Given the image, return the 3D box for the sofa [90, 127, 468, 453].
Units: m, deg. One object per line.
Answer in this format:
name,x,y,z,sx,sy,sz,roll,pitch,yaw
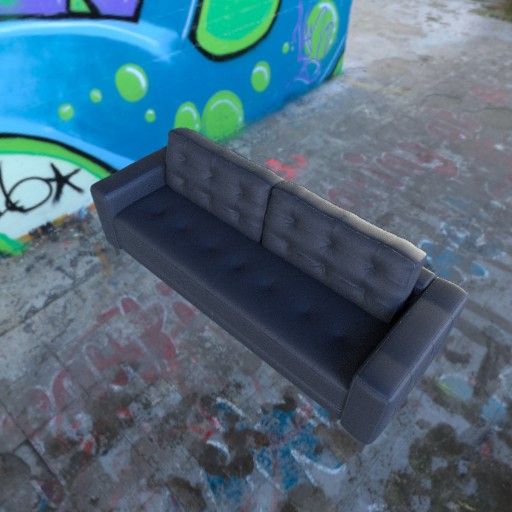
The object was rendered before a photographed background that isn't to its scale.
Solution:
sofa,0.000,0.000,2.730,2.275,0.893,0.833,33,54,28
